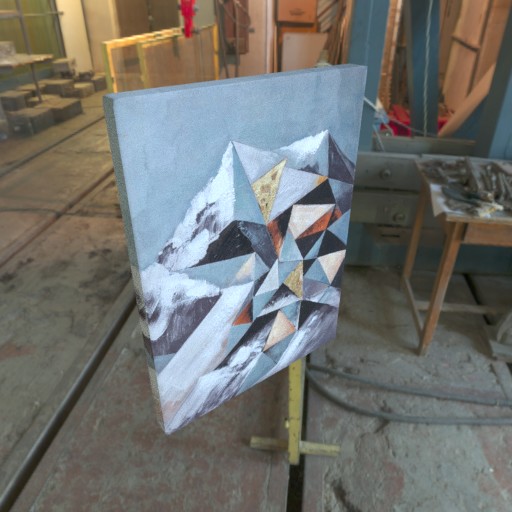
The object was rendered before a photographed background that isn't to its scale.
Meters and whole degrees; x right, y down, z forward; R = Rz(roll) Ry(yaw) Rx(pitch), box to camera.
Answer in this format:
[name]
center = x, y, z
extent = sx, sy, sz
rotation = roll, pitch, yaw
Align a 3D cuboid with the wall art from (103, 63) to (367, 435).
[wall art]
center = 0.000, 0.000, 0.810
extent = 0.455, 0.613, 0.037
rotation = -21, 37, -31
